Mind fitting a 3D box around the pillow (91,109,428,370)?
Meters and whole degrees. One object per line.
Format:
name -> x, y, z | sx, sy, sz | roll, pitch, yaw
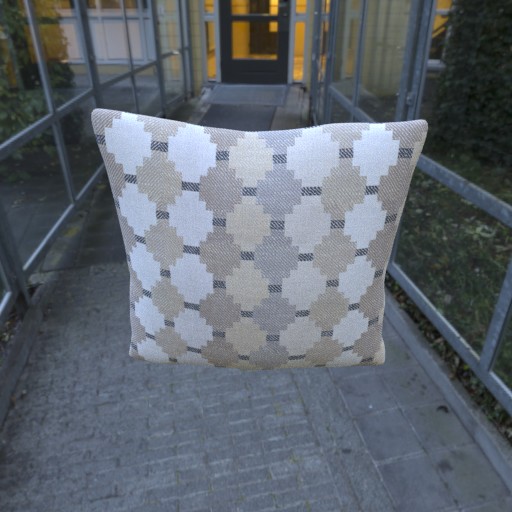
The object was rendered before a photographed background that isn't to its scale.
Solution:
pillow -> 0.000, 0.000, 0.872 | 0.578, 0.558, 0.192 | 1, 30, 1
